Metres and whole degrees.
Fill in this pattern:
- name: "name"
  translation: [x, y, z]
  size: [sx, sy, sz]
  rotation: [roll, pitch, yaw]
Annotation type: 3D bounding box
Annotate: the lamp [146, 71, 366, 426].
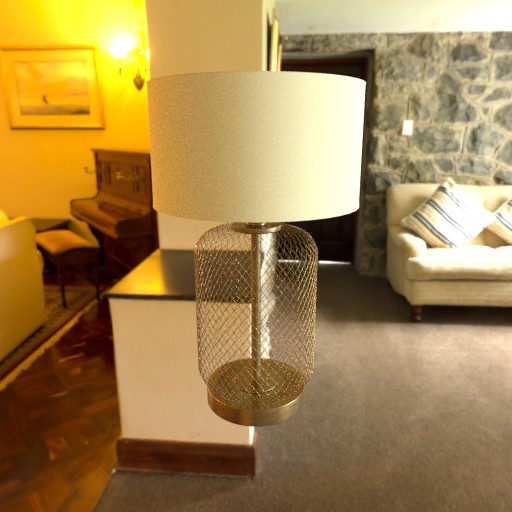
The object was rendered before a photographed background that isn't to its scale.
- name: "lamp"
  translation: [0.000, 0.000, 0.803]
  size: [0.353, 0.578, 0.353]
  rotation: [0, 15, 0]
